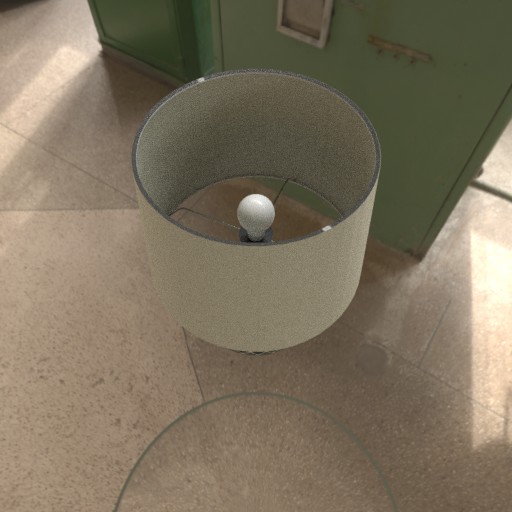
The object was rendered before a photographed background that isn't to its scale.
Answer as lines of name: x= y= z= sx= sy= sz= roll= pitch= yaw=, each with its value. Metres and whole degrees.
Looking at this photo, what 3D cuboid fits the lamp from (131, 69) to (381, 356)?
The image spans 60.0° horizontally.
lamp: x=0.000 y=0.000 z=0.808 sx=0.376 sy=0.540 sz=0.376 roll=0 pitch=57 yaw=0
